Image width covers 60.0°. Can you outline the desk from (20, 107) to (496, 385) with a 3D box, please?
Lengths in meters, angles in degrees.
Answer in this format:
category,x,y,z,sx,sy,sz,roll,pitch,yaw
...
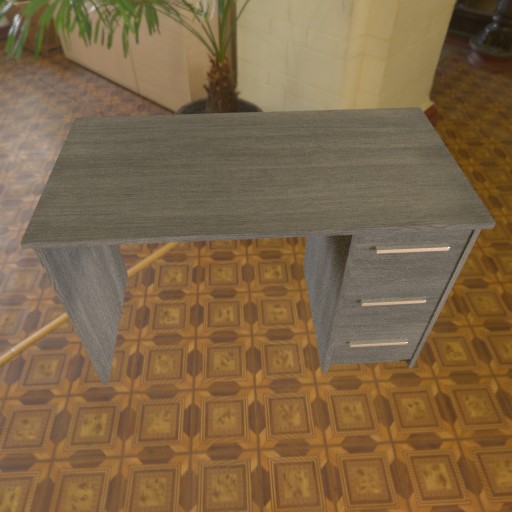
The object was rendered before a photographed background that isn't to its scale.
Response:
category,x,y,z,sx,sy,sz,roll,pitch,yaw
desk,0.000,0.000,1.477,1.097,0.735,0.560,-3,46,-2
